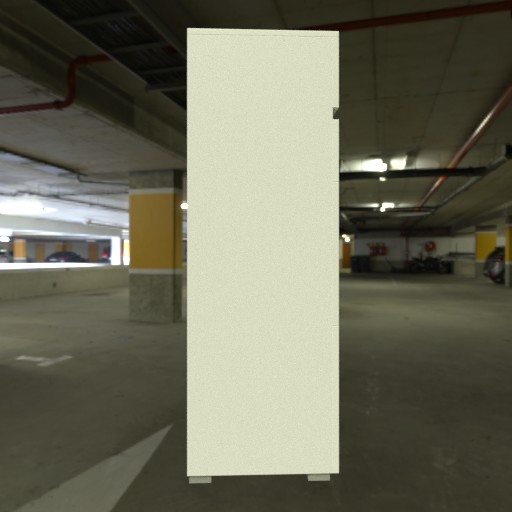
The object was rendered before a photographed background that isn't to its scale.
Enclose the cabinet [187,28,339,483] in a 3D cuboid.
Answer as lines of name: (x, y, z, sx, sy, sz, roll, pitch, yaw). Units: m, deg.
cabinet: (0.000, 0.000, 1.665, 0.400, 1.190, 1.000, 0, 0, -2)
